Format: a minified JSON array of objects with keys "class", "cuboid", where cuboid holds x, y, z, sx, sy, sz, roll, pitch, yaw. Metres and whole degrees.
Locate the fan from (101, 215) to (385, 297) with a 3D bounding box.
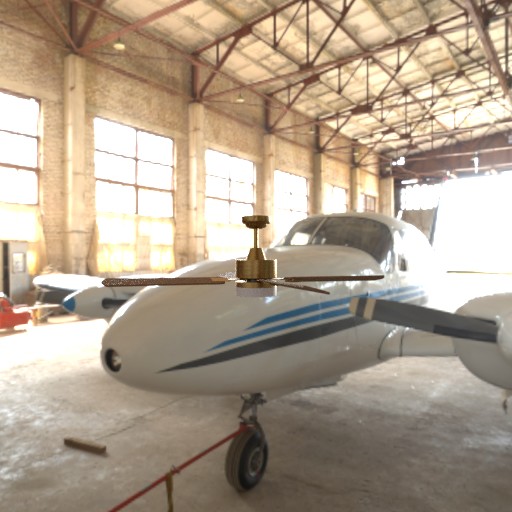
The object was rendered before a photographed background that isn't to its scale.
[{"class":"fan","cuboid":[0.000,0.000,2.000,1.320,0.355,1.320,0,0,-18]}]
